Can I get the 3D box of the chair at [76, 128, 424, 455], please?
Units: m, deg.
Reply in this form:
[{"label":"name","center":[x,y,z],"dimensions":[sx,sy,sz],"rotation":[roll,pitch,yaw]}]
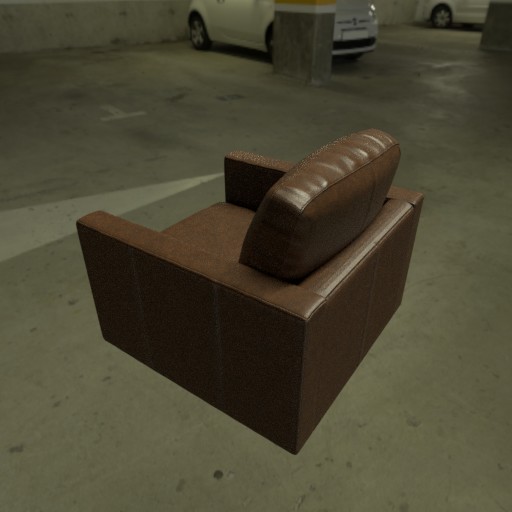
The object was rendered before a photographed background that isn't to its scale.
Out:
[{"label":"chair","center":[0.000,0.000,1.661],"dimensions":[0.909,0.956,0.890],"rotation":[20,37,29]}]
